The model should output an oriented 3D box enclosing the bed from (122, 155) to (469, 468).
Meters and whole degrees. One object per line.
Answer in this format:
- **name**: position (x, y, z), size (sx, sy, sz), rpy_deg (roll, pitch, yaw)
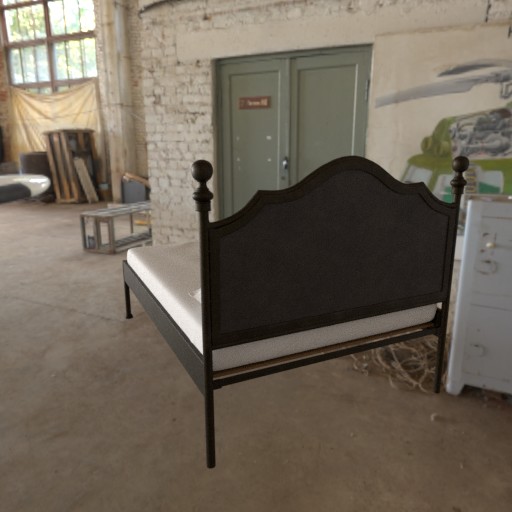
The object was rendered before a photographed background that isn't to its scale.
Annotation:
- **bed**: position (0.000, 0.000, 3.291), size (1.642, 1.499, 2.224), rpy_deg (-7, 16, -25)
